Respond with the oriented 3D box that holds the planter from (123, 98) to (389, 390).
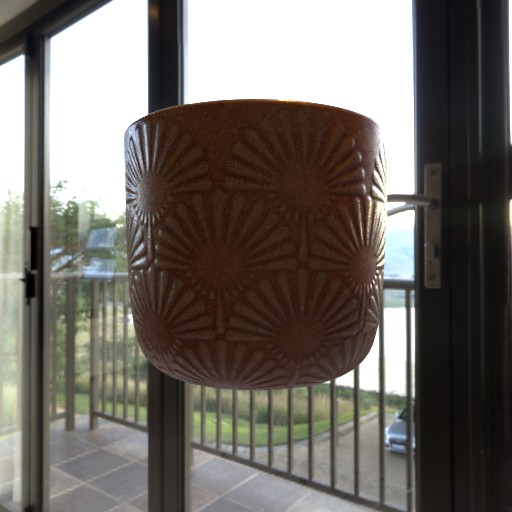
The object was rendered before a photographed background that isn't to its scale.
[{"bbox_3d":[0.000,0.000,0.215,0.124,0.109,0.124,0,-1,0],"label":"planter"}]
